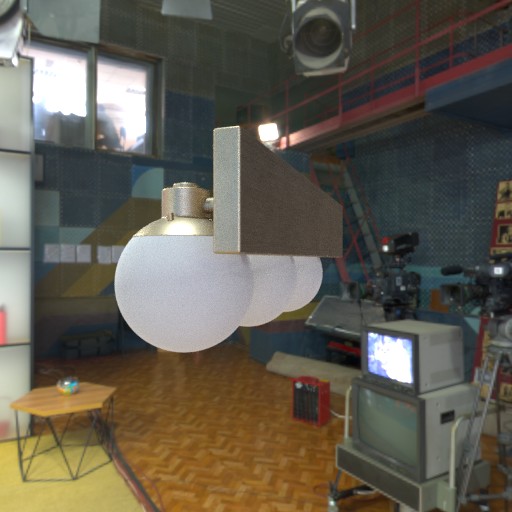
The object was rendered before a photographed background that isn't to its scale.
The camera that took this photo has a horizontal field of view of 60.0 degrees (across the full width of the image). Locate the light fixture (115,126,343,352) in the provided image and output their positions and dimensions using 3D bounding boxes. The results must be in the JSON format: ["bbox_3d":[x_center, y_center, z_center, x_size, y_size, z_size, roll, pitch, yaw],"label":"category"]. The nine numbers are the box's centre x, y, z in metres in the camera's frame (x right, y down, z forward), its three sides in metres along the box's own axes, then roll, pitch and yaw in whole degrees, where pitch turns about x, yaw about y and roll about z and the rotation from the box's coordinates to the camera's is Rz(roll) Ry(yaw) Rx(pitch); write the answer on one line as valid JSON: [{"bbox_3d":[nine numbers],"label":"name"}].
[{"bbox_3d":[0.000,0.000,0.831,0.218,0.263,0.721,0,-1,19],"label":"light fixture"}]
